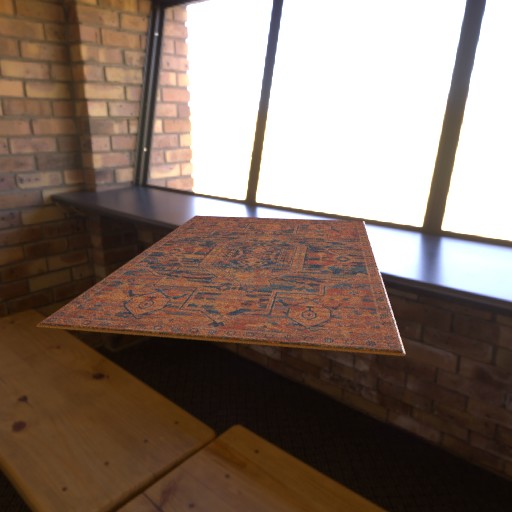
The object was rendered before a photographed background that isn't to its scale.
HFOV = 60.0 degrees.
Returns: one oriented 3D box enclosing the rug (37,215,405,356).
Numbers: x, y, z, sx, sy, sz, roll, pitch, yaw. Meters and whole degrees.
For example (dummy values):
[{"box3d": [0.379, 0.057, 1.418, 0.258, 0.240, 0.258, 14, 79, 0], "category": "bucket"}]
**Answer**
[{"box3d": [0.000, 0.000, 2.167, 1.148, 0.013, 1.758, 3, 17, 9], "category": "rug"}]
